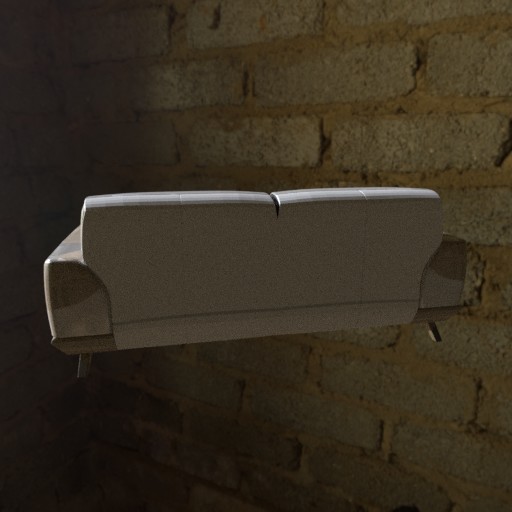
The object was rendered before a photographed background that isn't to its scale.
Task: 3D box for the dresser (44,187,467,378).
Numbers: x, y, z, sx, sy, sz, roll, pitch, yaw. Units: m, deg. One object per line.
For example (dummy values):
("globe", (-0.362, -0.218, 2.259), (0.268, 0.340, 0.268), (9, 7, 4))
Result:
("dresser", (0.000, 0.000, 5.799), (4.679, 1.863, 2.251), (-3, 15, -12))
